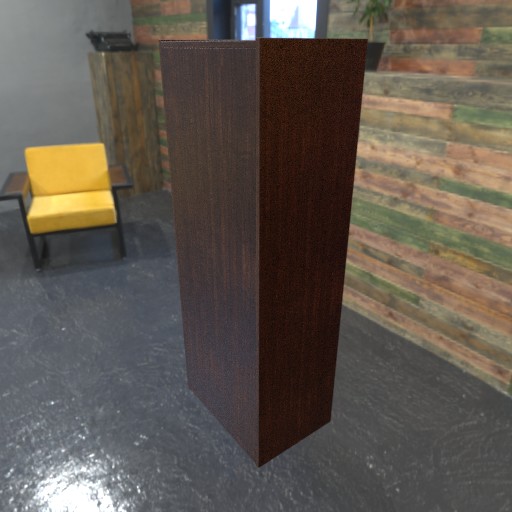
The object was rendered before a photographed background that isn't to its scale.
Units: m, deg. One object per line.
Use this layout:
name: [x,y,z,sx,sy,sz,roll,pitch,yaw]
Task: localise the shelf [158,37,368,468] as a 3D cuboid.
shelf: [0.000,0.000,1.250,0.290,1.099,0.415,-18,31,-33]
